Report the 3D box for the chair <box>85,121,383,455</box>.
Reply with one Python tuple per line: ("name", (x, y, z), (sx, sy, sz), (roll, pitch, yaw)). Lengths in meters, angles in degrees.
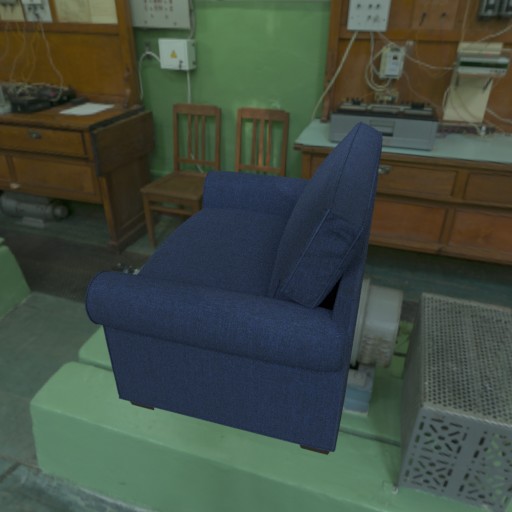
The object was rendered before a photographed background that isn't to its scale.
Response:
("chair", (0.000, 0.000, 2.012), (0.963, 1.044, 1.285), (9, 32, 14))
